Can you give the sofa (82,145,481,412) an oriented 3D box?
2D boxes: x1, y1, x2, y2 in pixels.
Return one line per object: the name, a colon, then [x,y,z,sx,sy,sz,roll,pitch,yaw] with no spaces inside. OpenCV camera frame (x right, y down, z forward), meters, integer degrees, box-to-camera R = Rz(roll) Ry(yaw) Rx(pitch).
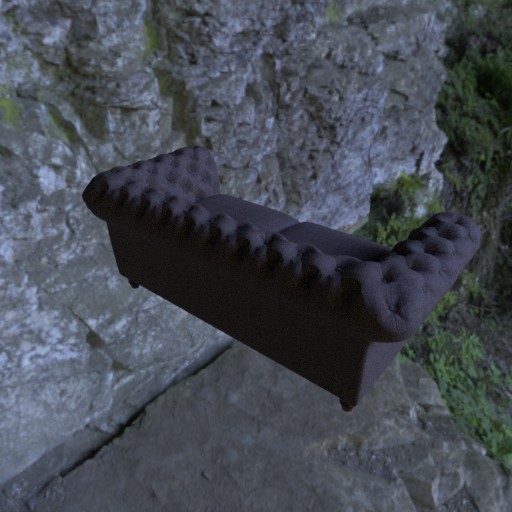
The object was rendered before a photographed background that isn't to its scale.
sofa: [0.000,0.000,2.492,2.048,0.780,0.944,22,37,33]
